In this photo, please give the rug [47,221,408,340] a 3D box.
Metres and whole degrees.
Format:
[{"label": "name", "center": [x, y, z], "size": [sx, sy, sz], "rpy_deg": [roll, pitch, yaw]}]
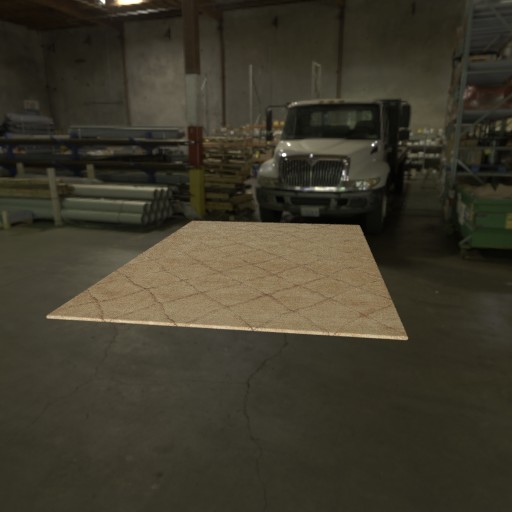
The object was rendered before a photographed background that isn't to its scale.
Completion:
[{"label": "rug", "center": [0.000, 0.000, 2.930], "size": [1.528, 0.014, 2.292], "rpy_deg": [2, 15, 8]}]
